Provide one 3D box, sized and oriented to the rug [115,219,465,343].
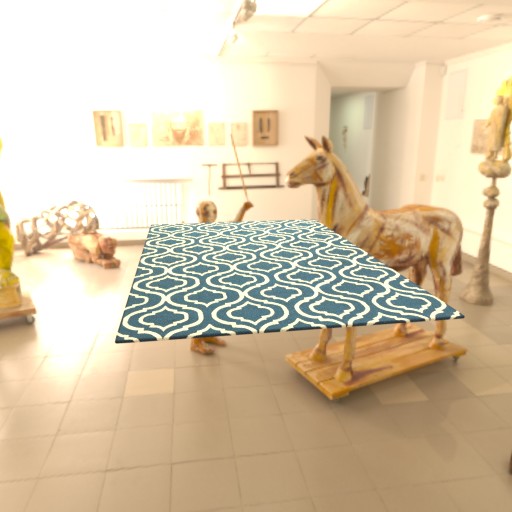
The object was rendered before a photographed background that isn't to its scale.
[{"bbox_3d":[0.000,0.000,2.236,1.143,0.010,1.753,-3,16,-9],"label":"rug"}]
